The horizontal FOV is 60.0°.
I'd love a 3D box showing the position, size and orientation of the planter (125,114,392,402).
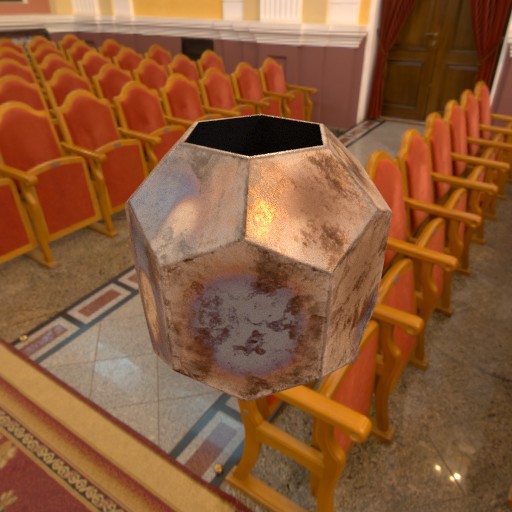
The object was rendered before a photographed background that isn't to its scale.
[{"bbox_3d":[0.000,0.000,0.428,0.221,0.238,0.243,19,36,29],"label":"planter"}]
